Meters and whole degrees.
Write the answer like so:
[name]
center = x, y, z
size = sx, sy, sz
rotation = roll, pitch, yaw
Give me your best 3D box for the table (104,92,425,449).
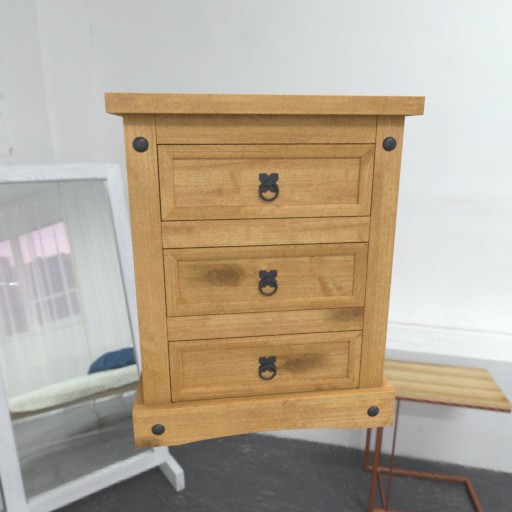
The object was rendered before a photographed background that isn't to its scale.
[table]
center = 0.000, 0.000, 1.242
size = 0.660, 0.813, 0.500
rotation = -2, 15, -7
